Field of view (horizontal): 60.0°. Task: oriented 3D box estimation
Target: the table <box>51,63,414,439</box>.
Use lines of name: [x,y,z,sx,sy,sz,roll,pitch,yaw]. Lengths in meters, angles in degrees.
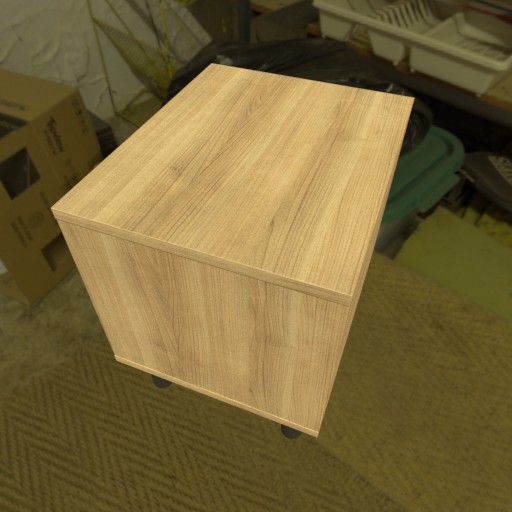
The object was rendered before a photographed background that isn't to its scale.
table: [0.000,0.000,0.793,0.380,0.460,0.445,16,48,15]
